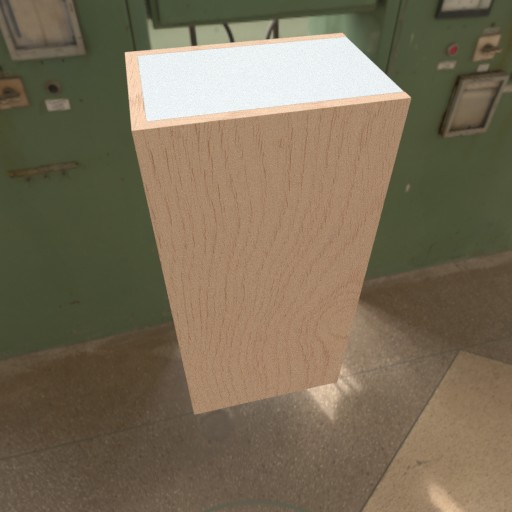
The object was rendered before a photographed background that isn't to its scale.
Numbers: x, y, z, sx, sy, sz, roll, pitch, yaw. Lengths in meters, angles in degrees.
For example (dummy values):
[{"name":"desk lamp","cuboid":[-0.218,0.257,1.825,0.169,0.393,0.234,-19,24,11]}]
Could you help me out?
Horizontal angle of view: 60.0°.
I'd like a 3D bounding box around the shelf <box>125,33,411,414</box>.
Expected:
[{"name":"shelf","cuboid":[0.000,0.000,0.724,0.290,0.600,0.200,-10,46,-10]}]
